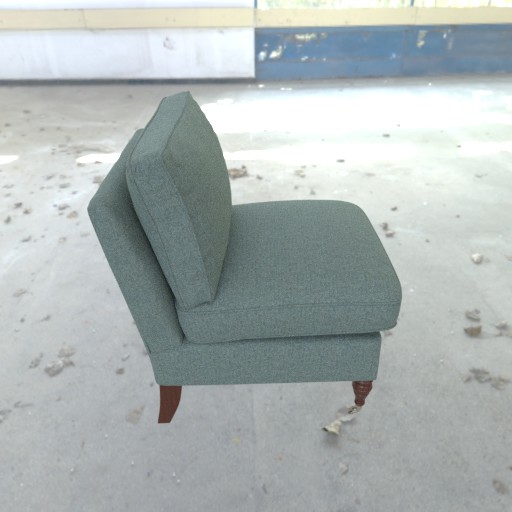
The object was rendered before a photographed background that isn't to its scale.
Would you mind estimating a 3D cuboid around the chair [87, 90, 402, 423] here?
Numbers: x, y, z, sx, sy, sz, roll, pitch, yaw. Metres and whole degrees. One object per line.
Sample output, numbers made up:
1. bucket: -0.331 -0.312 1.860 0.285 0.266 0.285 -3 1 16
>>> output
1. chair: 0.000 0.000 1.428 0.796 0.901 0.624 -1 33 -1
